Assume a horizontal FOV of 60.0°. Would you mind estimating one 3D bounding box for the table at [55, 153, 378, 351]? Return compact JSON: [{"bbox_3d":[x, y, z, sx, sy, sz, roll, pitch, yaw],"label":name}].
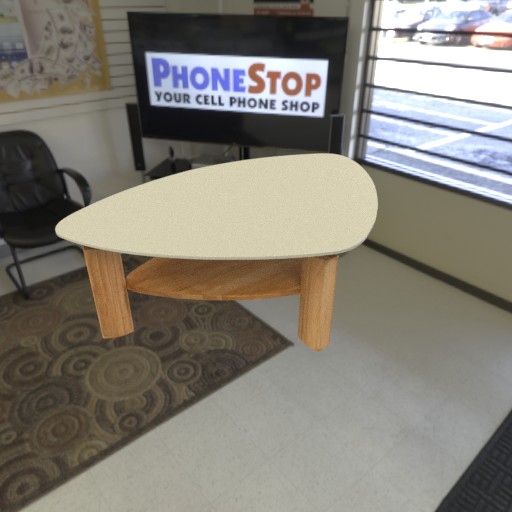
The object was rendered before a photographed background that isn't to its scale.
[{"bbox_3d":[0.000,0.000,1.657,1.250,0.440,0.850,-21,36,-31],"label":"table"}]
